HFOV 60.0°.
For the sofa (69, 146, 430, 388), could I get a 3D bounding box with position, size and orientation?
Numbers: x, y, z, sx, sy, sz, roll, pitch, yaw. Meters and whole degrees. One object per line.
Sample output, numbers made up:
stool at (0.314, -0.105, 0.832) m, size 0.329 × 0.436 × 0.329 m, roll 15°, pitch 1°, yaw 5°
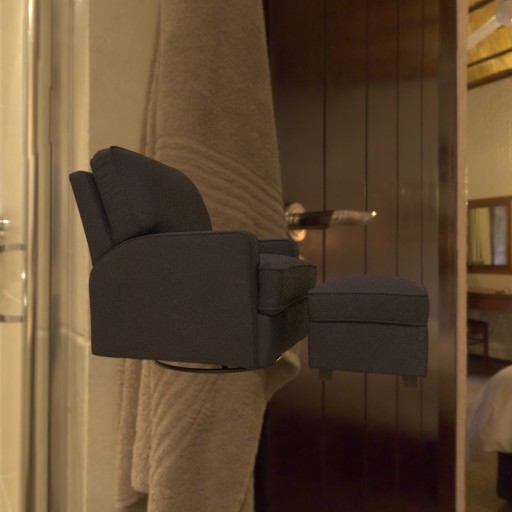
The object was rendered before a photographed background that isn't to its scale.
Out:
sofa at (0.000, 0.000, 2.041) m, size 1.472 × 0.959 × 0.861 m, roll 0°, pitch -1°, yaw 18°
